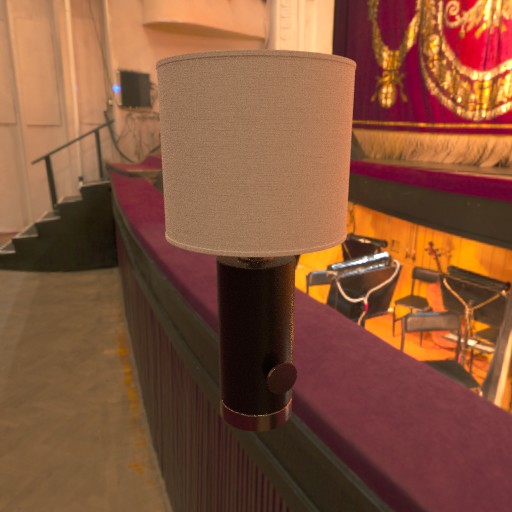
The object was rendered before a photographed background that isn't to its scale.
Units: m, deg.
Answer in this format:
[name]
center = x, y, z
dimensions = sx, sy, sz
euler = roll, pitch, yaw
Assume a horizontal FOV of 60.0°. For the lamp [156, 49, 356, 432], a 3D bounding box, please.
[lamp]
center = 0.000, 0.000, 0.609
dimensions = 0.241, 0.482, 0.240
euler = -8, 18, -28
